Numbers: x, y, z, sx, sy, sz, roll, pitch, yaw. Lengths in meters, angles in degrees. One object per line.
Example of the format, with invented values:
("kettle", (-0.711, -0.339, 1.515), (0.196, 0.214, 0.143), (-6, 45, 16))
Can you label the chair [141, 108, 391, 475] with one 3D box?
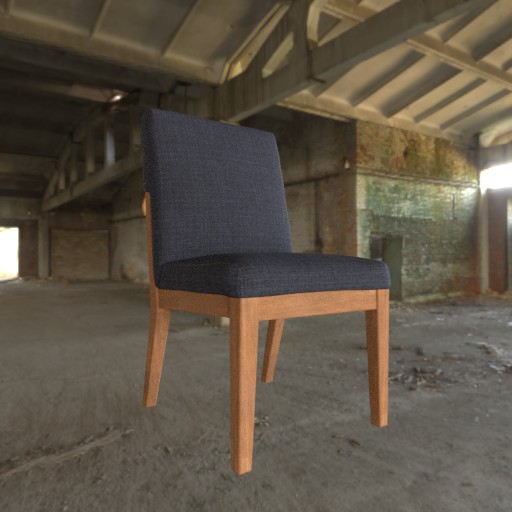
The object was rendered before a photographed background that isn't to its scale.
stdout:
("chair", (0.000, 0.000, 1.280), (0.507, 0.911, 0.586), (0, 0, -35))
